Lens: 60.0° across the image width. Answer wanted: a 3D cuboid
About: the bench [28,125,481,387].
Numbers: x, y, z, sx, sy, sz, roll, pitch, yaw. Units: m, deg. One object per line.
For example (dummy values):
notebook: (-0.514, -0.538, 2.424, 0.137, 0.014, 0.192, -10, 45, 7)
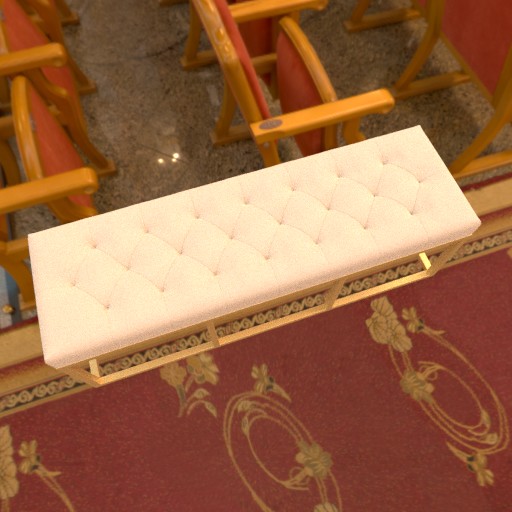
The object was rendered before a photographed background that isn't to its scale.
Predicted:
bench: (0.000, 0.000, 1.691, 1.473, 0.484, 0.457, -17, 66, -8)
